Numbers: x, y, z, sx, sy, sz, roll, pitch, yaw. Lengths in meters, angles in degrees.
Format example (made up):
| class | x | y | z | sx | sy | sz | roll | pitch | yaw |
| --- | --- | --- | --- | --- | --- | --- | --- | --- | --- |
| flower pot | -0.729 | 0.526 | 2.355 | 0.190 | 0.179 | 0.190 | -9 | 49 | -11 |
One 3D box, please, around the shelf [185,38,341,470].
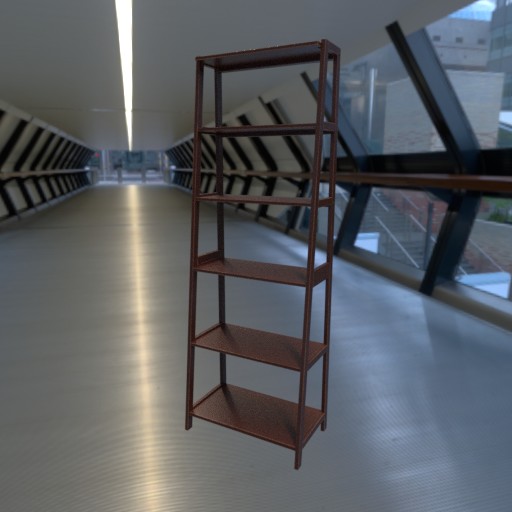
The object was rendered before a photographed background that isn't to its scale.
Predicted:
| class | x | y | z | sx | sy | sz | roll | pitch | yaw |
| --- | --- | --- | --- | --- | --- | --- | --- | --- | --- |
| shelf | 0.000 | 0.000 | 2.172 | 0.660 | 1.892 | 0.381 | 7 | 14 | 28 |
